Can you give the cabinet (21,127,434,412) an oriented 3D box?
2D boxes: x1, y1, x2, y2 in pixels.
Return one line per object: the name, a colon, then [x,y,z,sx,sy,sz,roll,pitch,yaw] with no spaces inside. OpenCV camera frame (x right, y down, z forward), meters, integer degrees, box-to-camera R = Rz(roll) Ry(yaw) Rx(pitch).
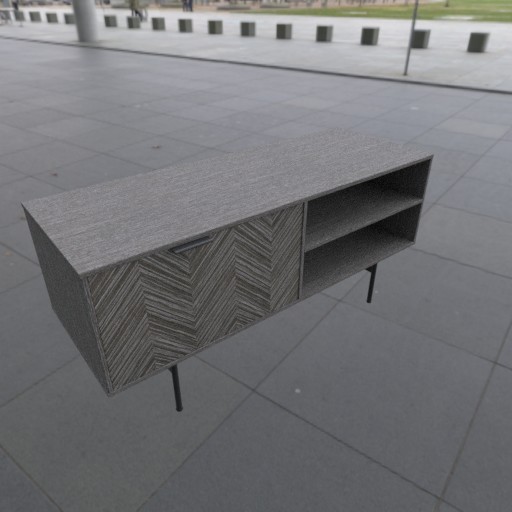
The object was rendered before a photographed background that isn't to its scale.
cabinet: [0.000,0.000,1.582,1.300,0.599,0.500,-22,37,-32]
